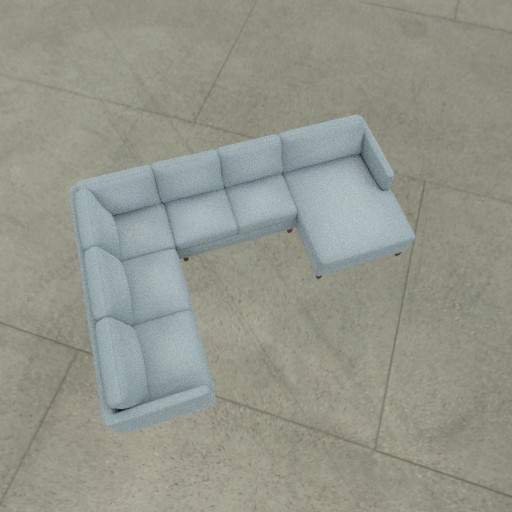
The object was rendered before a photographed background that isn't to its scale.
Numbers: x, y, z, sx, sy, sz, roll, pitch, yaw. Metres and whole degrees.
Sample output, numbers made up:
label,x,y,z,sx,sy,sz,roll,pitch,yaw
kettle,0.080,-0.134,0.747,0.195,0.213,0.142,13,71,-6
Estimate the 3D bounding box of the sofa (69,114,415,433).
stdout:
label,x,y,z,sx,sy,sz,roll,pitch,yaw
sofa,0.000,0.000,4.594,3.403,0.889,2.551,-16,64,-8
